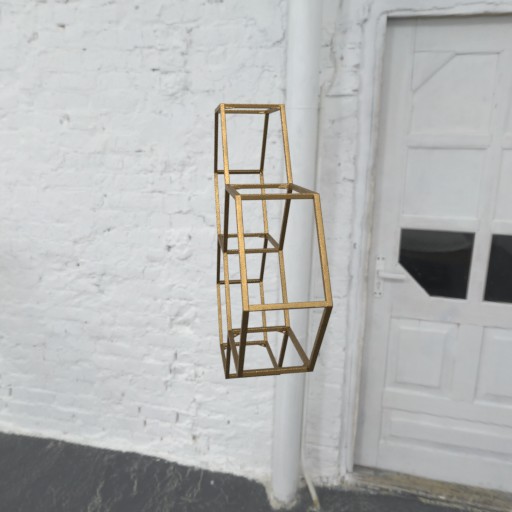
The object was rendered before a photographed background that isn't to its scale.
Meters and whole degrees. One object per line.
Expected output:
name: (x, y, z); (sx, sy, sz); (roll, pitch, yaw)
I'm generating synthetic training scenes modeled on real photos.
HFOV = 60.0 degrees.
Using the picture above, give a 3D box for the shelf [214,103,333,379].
shelf: (0.000, 0.000, 1.063); (0.150, 0.701, 0.708); (-2, 14, -8)
